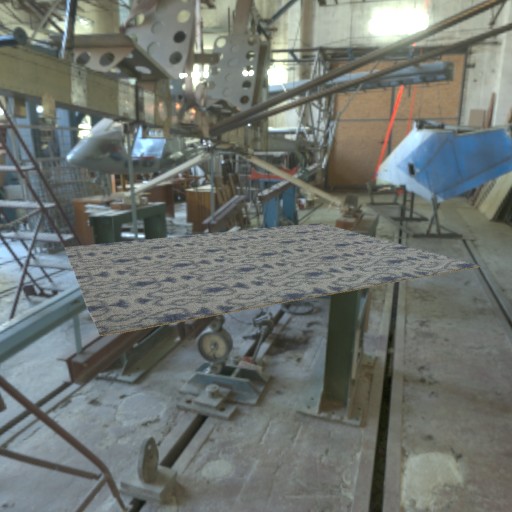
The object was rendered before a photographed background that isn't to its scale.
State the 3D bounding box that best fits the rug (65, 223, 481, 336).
[{"bbox_3d":[0.000,0.000,4.219,3.205,0.015,2.437,-7,16,-26],"label":"rug"}]
